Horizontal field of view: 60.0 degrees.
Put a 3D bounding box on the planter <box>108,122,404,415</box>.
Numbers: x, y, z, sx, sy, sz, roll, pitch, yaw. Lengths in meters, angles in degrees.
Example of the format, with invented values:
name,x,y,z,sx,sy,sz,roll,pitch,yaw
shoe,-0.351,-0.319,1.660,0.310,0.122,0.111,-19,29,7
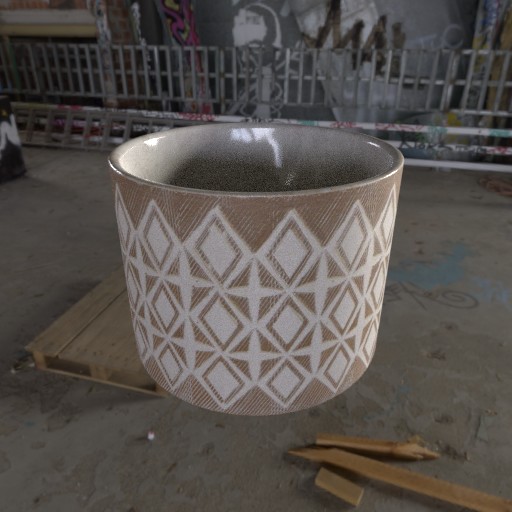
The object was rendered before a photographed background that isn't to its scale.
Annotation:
name,x,y,z,sx,sy,sz,roll,pitch,yaw
planter,0.000,0.000,0.338,0.193,0.165,0.193,0,27,0
